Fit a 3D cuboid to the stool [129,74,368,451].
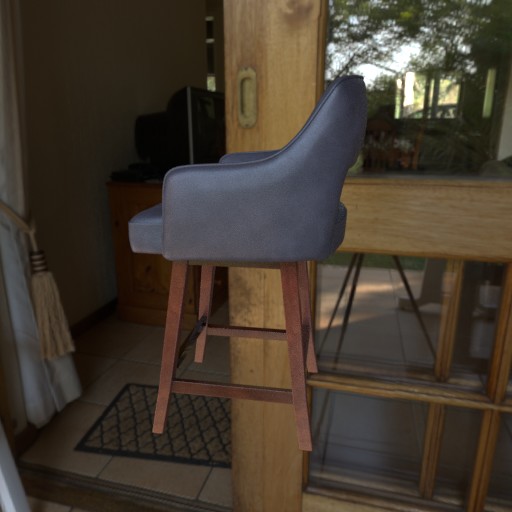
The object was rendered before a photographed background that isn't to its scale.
[{"bbox_3d":[0.000,0.000,1.263,0.560,0.936,0.550,3,16,9],"label":"stool"}]
